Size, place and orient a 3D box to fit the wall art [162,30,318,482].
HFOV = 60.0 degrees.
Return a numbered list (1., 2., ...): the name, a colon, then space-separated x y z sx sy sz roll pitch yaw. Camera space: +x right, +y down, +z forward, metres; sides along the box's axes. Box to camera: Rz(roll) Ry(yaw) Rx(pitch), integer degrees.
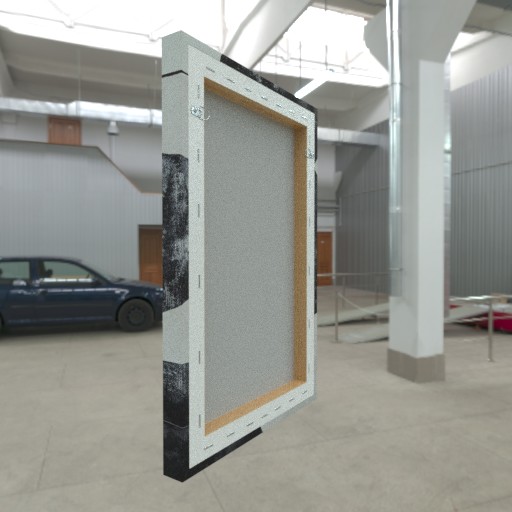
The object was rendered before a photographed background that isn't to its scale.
1. wall art: 0.000 0.000 0.774 0.039 0.610 0.407 1 1 34
